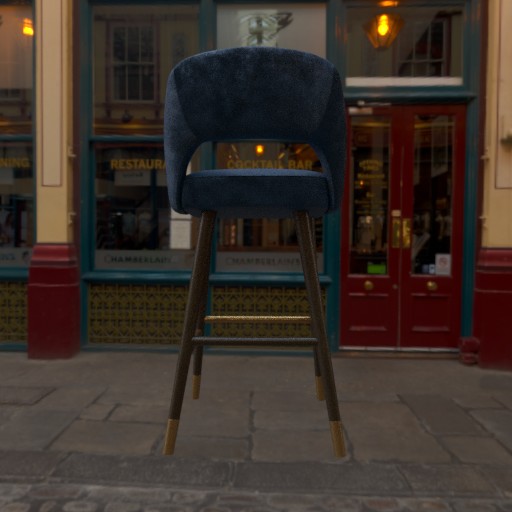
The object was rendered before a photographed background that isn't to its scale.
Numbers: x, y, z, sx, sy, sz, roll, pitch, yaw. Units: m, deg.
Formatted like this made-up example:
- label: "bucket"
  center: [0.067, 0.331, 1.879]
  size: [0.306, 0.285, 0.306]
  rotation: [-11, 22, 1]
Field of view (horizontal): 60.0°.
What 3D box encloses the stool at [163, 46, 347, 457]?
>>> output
- label: "stool"
  center: [0.000, 0.000, 1.313]
  size: [0.514, 1.016, 0.515]
  rotation: [0, 1, 2]
